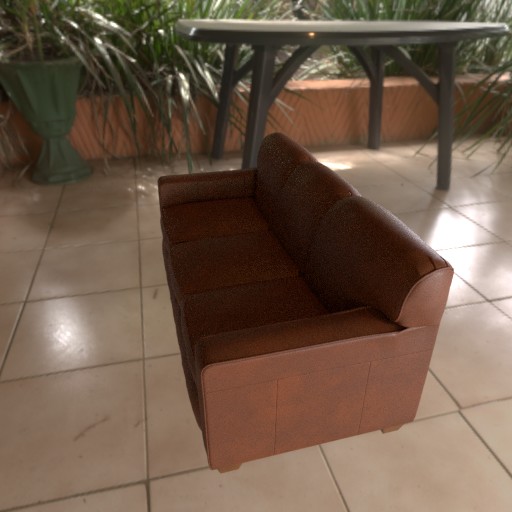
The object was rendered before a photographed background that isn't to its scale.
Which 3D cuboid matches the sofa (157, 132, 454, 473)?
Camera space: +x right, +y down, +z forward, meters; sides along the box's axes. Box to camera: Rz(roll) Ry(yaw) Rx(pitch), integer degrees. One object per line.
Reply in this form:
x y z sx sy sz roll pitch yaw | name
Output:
0.000 0.000 2.542 1.008 0.953 2.039 -8 31 -13 | sofa
